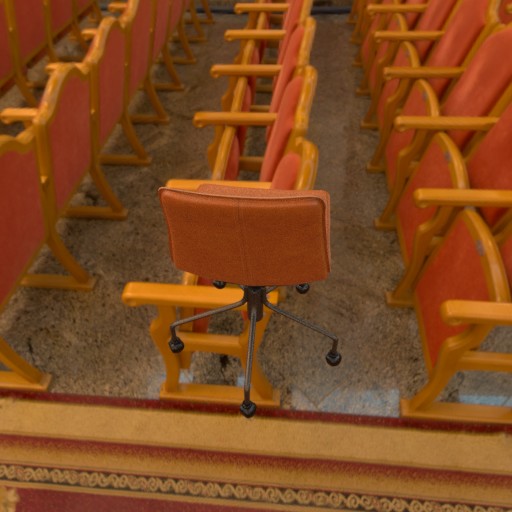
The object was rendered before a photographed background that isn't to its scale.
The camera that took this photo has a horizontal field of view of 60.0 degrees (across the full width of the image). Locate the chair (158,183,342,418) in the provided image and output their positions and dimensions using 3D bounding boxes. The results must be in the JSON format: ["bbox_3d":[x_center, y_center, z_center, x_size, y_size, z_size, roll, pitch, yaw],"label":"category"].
[{"bbox_3d":[0.000,0.000,1.404,0.651,0.920,0.660,4,45,4],"label":"chair"}]
